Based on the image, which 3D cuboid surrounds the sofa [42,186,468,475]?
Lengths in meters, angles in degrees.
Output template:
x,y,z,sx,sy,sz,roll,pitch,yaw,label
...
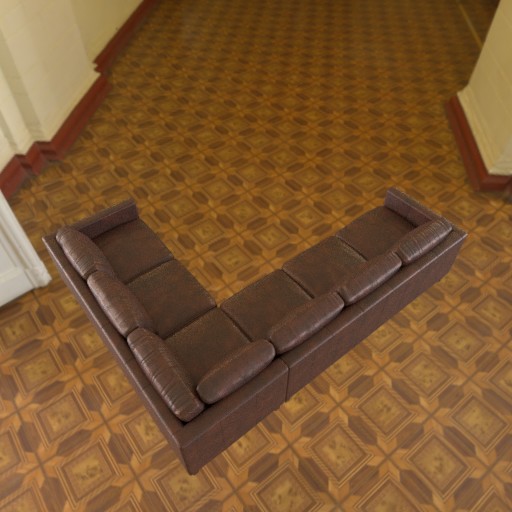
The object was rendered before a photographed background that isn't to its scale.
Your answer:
x,y,z,sx,sy,sz,roll,pitch,yaw,label
0.000,0.000,4.316,3.152,0.836,2.438,-30,55,-25,sofa
